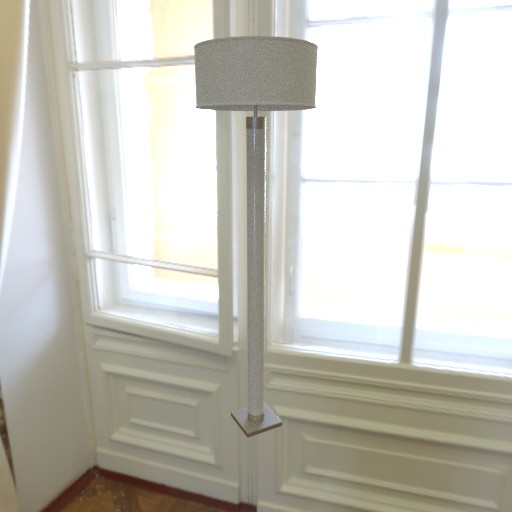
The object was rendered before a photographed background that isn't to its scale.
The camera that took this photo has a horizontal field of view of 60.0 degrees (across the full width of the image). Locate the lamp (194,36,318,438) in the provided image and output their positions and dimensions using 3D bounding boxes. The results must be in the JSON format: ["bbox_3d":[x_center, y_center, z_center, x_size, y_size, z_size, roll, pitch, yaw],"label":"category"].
[{"bbox_3d":[0.000,0.000,1.697,0.420,1.475,0.420,-8,18,-26],"label":"lamp"}]
